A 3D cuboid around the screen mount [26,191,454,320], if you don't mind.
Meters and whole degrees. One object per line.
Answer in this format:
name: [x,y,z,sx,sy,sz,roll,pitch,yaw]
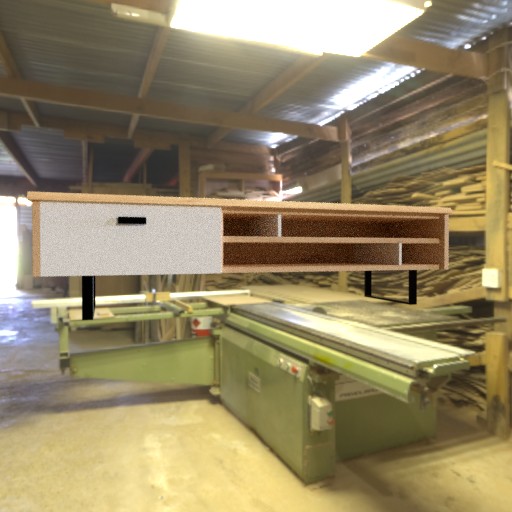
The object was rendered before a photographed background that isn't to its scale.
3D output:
screen mount: [0.000,0.000,1.903,1.700,0.430,0.450,0,1,-19]
